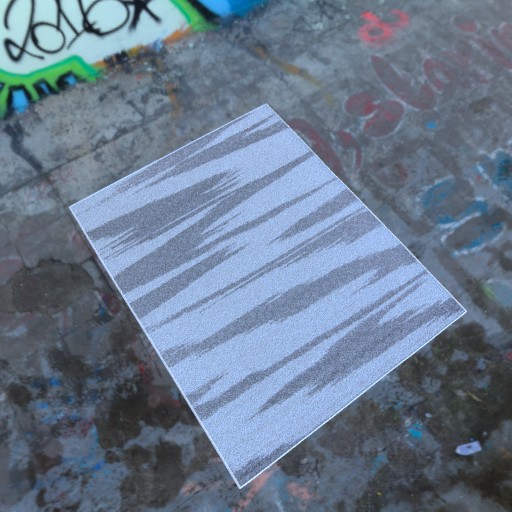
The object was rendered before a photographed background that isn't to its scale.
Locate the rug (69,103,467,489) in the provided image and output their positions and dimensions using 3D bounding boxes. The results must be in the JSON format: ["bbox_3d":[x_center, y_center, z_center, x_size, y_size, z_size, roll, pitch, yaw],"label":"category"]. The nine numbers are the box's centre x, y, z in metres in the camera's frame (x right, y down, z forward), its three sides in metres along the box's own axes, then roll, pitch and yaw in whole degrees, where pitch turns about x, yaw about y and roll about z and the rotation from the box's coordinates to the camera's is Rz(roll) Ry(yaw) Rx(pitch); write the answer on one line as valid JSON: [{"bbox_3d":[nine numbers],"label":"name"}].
[{"bbox_3d":[0.000,0.000,4.028,2.353,0.014,2.945,-32,68,-15],"label":"rug"}]
